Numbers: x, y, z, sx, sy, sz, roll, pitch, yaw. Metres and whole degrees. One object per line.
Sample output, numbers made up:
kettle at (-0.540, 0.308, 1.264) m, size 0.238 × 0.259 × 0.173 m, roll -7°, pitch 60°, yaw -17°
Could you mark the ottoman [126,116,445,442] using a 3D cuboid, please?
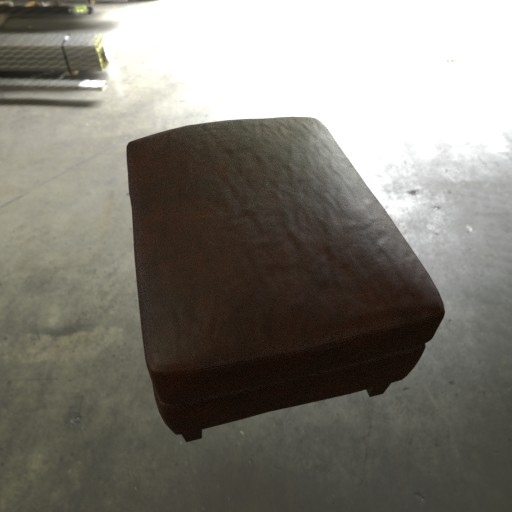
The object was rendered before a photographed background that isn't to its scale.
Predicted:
ottoman at (0.000, 0.000, 1.293) m, size 0.659 × 0.527 × 0.887 m, roll -10°, pitch 47°, yaw -10°
